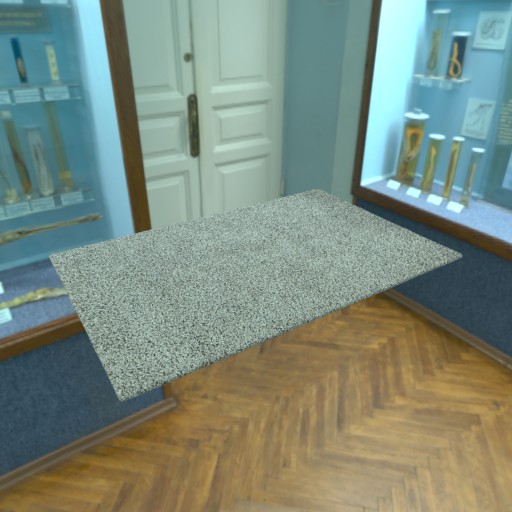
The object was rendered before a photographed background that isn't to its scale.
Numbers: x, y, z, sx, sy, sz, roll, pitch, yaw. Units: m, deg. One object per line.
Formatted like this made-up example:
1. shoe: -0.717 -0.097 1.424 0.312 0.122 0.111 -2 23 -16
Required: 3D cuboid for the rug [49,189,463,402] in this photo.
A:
1. rug: 0.000 0.000 3.488 2.743 0.030 1.778 -17 33 -28
